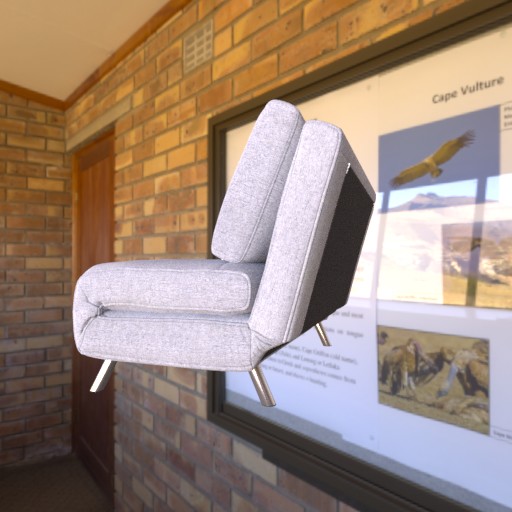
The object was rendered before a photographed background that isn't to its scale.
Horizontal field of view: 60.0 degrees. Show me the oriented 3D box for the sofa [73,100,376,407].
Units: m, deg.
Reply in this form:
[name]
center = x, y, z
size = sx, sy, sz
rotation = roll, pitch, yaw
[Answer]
[sofa]
center = 0.000, 0.000, 1.882
size = 0.910, 0.910, 1.220
rotation = 0, -1, 19
